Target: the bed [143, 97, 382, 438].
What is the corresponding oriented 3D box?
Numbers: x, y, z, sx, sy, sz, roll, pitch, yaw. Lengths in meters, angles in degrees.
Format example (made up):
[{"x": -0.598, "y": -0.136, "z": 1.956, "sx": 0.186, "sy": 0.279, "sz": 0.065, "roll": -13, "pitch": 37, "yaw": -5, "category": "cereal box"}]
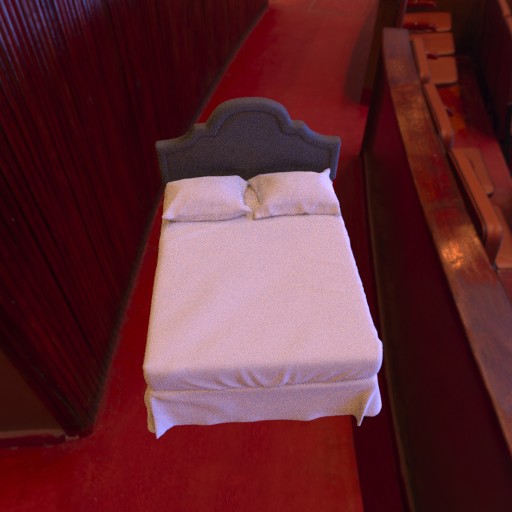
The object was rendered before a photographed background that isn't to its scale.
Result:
[{"x": 0.000, "y": 0.000, "z": 3.441, "sx": 1.780, "sy": 1.634, "sz": 2.222, "roll": -3, "pitch": 46, "yaw": -2, "category": "bed"}]
